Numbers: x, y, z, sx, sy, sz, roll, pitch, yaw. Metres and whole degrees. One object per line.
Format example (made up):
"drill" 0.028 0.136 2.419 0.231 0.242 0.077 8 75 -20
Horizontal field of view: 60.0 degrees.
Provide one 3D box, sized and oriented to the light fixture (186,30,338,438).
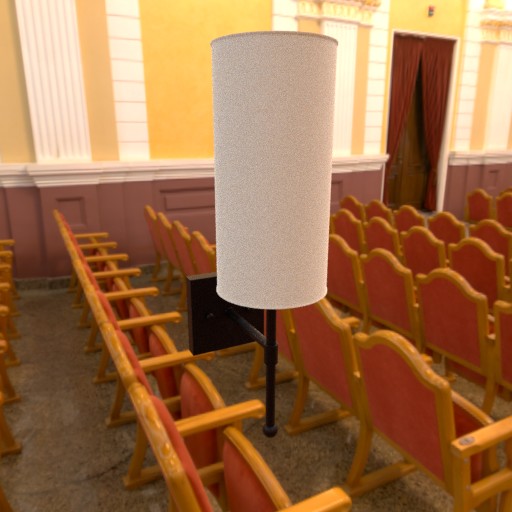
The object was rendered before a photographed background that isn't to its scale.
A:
"light fixture" 0.000 0.000 0.543 0.128 0.462 0.208 -8 17 -26
